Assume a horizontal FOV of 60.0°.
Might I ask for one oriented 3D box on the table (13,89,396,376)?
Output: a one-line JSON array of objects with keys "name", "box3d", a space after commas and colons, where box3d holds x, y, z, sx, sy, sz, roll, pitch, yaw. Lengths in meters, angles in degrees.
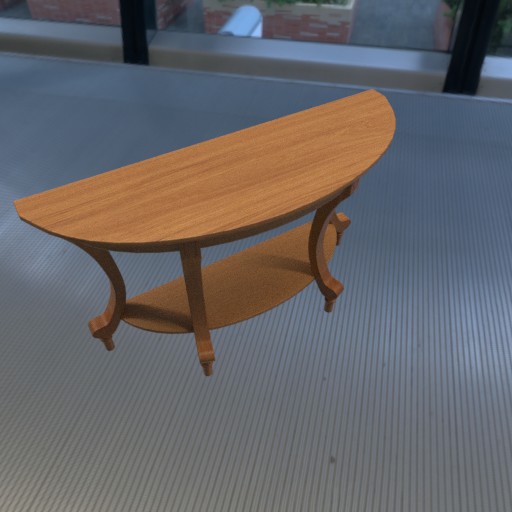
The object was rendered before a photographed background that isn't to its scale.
[{"name": "table", "box3d": [0.000, 0.000, 1.467, 1.198, 0.692, 0.394, -24, 51, -21]}]
